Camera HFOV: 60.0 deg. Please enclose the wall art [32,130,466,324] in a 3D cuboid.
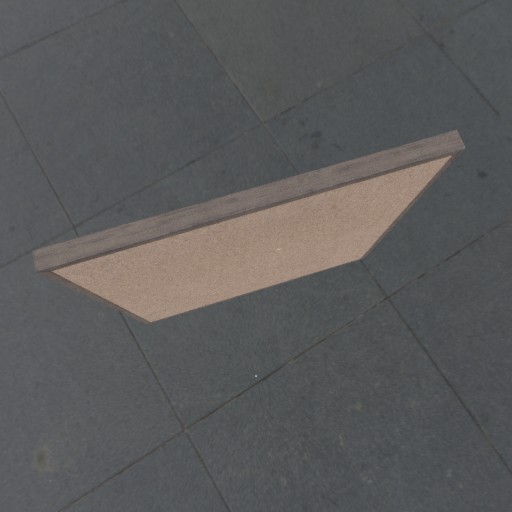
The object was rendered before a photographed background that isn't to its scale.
[{"bbox_3d":[0.000,0.000,1.124,0.762,0.762,0.038,-17,75,-4],"label":"wall art"}]
